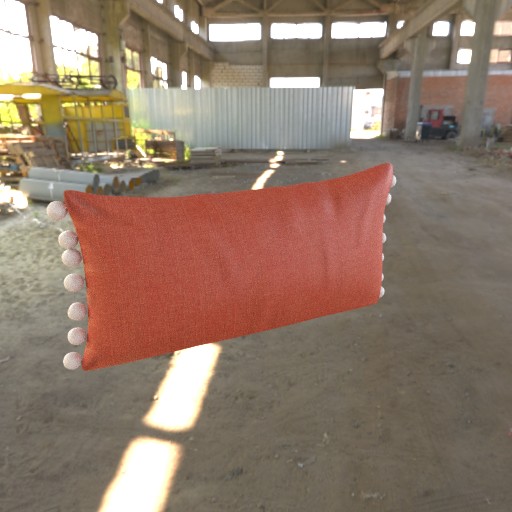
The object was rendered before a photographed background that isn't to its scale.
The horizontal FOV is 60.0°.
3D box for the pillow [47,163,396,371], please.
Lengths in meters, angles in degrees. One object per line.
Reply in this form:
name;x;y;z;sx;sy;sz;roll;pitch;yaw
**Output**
pillow;0.000;0.000;0.842;0.709;0.322;0.201;-9;19;-27
